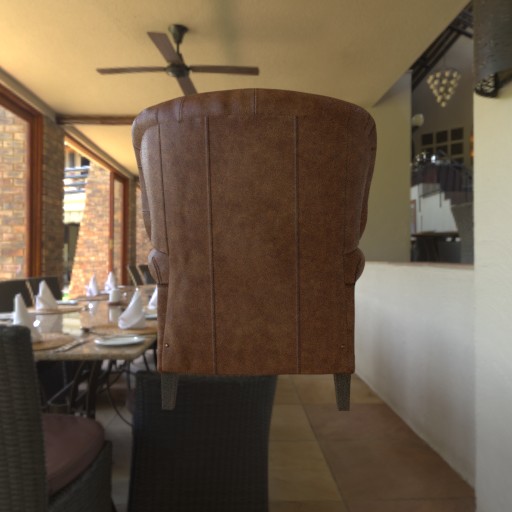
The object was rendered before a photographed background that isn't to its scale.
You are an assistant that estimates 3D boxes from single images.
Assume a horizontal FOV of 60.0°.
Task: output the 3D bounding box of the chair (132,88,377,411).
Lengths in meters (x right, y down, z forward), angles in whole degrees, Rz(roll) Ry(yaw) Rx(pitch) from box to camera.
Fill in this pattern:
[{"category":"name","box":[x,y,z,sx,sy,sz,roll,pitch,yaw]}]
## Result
[{"category":"chair","box":[0.000,0.000,1.967,0.951,1.164,1.059,0,0,1]}]
